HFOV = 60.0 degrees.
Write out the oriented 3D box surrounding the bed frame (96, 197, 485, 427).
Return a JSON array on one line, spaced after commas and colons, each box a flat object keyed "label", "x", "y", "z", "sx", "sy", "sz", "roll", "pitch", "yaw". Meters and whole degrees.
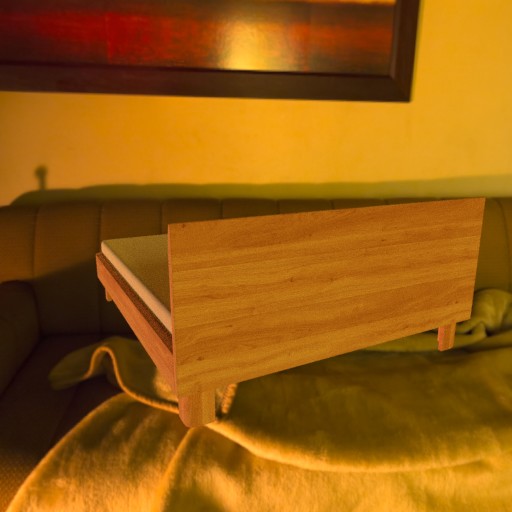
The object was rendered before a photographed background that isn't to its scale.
[{"label": "bed frame", "x": 0.000, "y": 0.000, "z": 3.125, "sx": 1.872, "sy": 0.940, "sz": 2.092, "roll": -7, "pitch": 16, "yaw": -27}]
